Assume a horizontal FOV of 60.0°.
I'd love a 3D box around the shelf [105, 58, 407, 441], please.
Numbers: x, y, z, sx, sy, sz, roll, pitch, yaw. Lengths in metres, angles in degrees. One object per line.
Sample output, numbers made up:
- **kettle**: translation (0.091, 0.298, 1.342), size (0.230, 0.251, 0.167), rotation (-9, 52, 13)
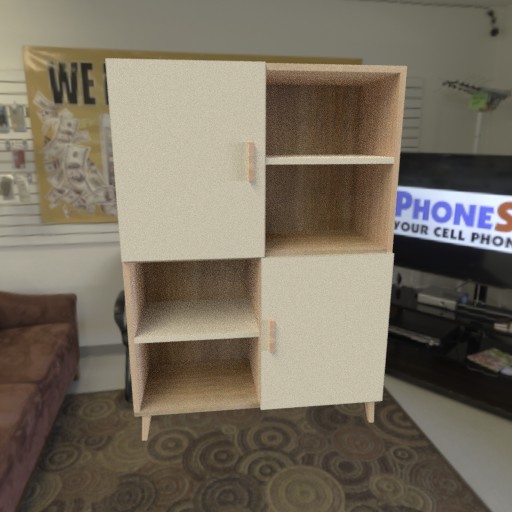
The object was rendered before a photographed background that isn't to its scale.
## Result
- **shelf**: translation (0.000, 0.000, 1.805), size (0.995, 1.405, 0.434), rotation (-2, 15, -7)
